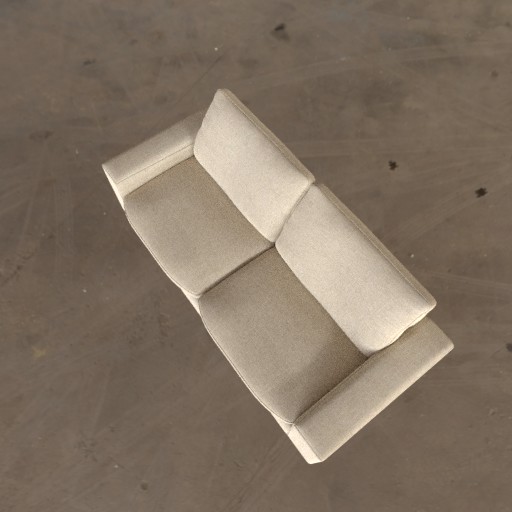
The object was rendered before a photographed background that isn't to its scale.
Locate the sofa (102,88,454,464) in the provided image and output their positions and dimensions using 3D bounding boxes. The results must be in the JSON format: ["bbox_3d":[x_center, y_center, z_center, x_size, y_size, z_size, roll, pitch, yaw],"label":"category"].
[{"bbox_3d":[0.000,0.000,2.812,1.040,0.922,2.299,-34,68,-15],"label":"sofa"}]
